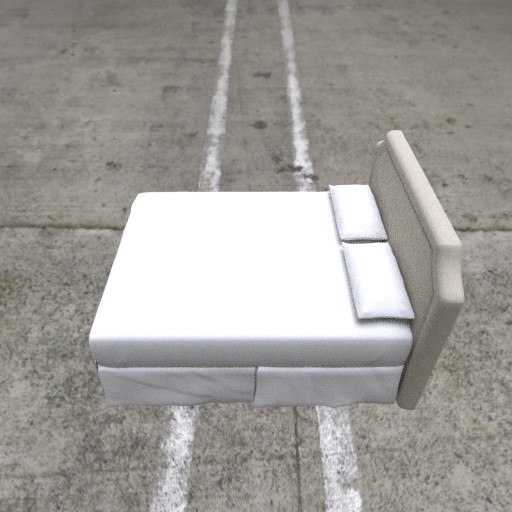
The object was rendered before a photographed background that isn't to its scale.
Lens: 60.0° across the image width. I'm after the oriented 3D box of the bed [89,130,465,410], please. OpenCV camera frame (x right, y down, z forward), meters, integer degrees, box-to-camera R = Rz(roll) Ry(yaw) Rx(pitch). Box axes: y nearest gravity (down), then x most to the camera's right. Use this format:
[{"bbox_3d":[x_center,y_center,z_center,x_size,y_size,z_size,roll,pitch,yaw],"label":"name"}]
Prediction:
[{"bbox_3d":[0.000,0.000,3.131,2.116,1.290,1.693,0,42,0],"label":"bed"}]
